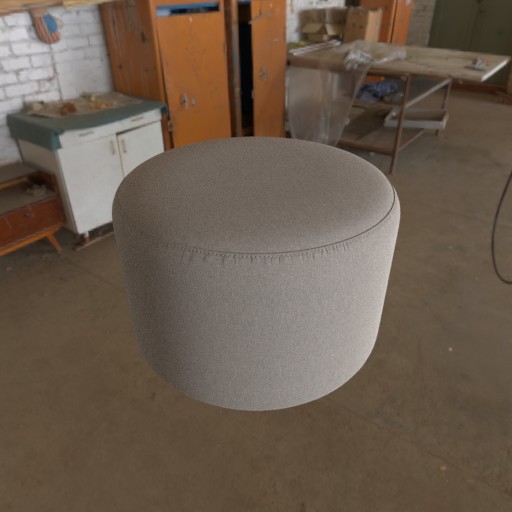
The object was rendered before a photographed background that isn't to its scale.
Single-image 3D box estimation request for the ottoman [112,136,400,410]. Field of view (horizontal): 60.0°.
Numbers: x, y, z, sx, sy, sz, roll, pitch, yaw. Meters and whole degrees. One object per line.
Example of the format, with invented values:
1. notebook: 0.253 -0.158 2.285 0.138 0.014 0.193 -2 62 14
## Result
1. ottoman: 0.000 0.000 1.047 0.608 0.433 0.608 0 33 0
